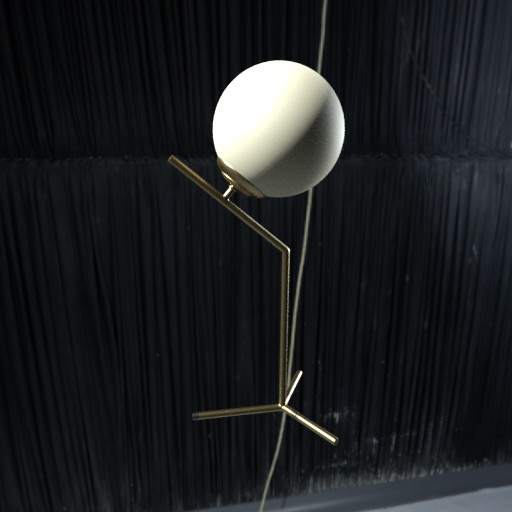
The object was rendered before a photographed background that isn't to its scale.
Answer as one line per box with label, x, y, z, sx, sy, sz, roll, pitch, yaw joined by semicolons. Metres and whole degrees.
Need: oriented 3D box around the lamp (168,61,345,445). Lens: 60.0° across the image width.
lamp;0.000;0.000;0.678;0.251;0.552;0.210;-3;16;-10
